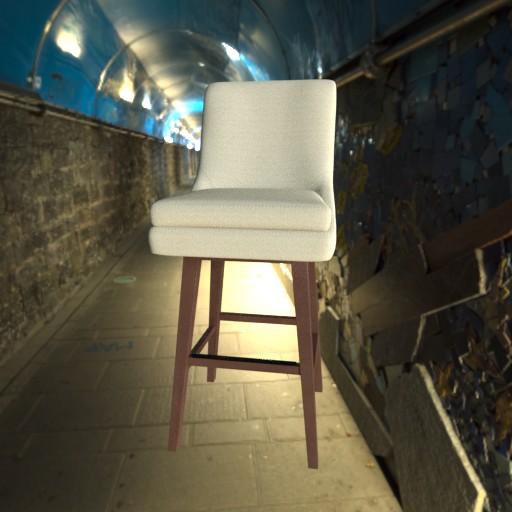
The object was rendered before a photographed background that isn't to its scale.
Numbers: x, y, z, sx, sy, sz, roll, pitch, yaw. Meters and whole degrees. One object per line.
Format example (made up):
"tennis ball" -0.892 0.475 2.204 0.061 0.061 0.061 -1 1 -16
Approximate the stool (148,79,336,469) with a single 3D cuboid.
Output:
"stool" 0.000 0.000 1.378 0.483 1.093 0.559 2 14 10
